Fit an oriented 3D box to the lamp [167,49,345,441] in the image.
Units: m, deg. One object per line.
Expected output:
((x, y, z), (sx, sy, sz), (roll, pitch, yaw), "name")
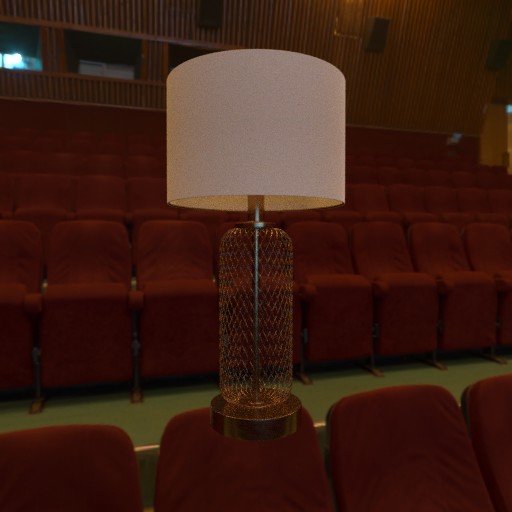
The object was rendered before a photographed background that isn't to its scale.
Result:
((0.000, 0.000, 0.642), (0.252, 0.483, 0.252), (0, 1, -17), "lamp")
